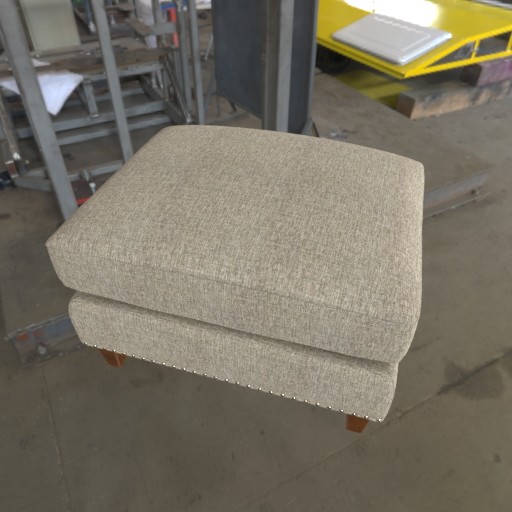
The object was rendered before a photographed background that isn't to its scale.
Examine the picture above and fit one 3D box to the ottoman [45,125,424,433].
[{"bbox_3d":[0.000,0.000,1.130,0.741,0.513,0.584,11,42,12],"label":"ottoman"}]
